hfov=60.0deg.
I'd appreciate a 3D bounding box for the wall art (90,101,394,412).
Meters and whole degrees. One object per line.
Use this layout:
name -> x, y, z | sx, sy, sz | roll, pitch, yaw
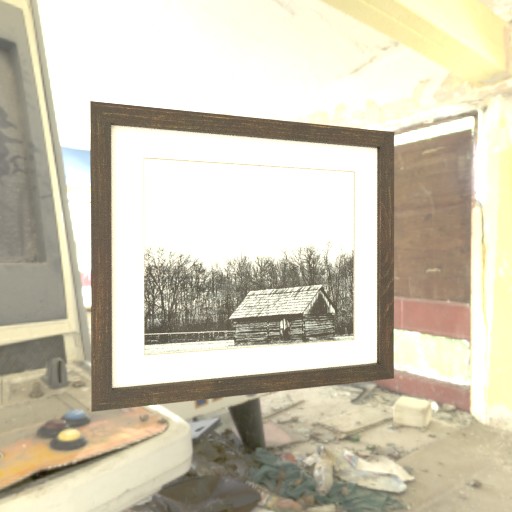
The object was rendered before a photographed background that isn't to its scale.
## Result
wall art -> 0.000, 0.000, 0.546 | 0.381, 0.330, 0.031 | 0, 1, -19
